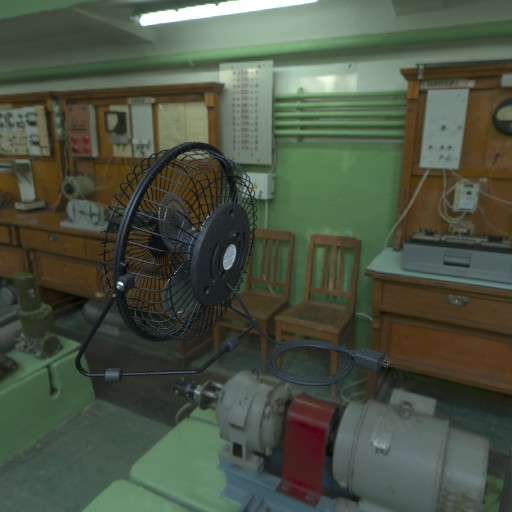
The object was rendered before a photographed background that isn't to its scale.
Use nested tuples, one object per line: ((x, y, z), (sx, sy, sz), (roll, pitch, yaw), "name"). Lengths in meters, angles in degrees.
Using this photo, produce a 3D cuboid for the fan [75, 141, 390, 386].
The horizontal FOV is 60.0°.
((0.000, 0.000, 0.377), (0.227, 0.188, 0.209), (8, 17, 25), "fan")
